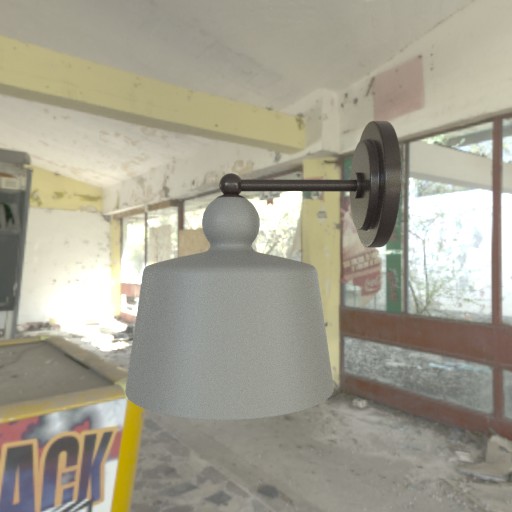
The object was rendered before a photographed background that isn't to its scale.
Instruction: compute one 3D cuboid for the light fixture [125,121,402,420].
[{"bbox_3d":[0.000,0.000,0.448,0.254,0.268,0.204,0,-1,0],"label":"light fixture"}]
